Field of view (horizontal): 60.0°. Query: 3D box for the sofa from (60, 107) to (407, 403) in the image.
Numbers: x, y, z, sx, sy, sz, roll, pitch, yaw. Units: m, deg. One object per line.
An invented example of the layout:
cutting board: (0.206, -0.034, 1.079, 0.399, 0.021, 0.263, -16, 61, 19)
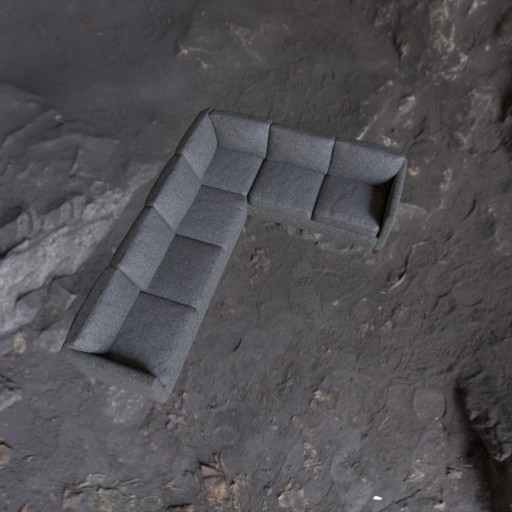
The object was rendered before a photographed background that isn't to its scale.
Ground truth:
sofa: (0.000, 0.000, 4.641, 2.593, 0.947, 3.302, 16, 60, 10)
